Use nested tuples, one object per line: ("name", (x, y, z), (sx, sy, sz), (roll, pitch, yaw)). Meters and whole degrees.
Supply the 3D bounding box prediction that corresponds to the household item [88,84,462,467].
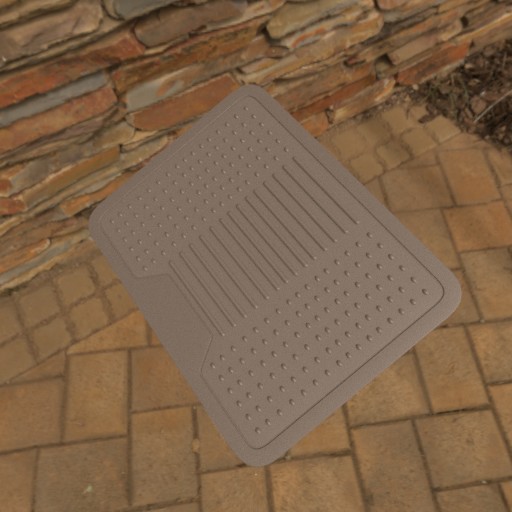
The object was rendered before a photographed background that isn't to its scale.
("household item", (0.000, 0.000, 0.544), (0.301, 0.126, 0.390), (-34, 68, -15))
